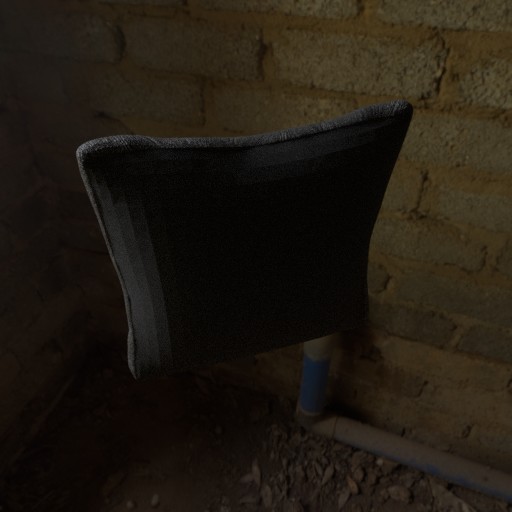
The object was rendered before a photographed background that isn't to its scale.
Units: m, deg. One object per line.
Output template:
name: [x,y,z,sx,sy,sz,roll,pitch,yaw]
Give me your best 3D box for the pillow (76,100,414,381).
pillow: [0.000,0.000,0.811,0.533,0.523,0.210,-12,41,-14]
